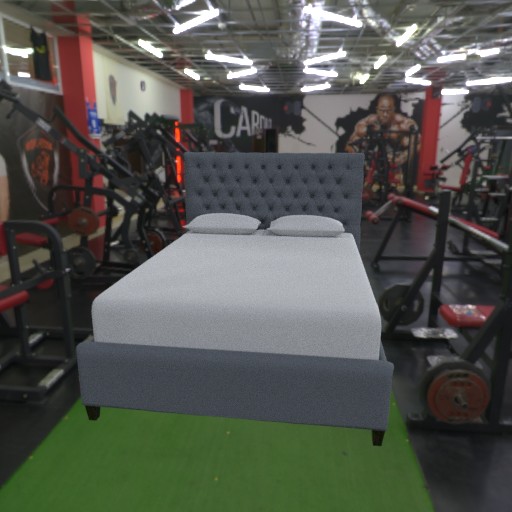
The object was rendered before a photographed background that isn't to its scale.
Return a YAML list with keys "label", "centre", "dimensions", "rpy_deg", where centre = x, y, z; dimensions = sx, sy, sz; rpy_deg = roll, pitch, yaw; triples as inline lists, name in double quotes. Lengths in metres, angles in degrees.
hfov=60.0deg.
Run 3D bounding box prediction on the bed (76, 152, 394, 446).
- label: "bed"
  centre: [0.000, 0.000, 3.274]
  dimensions: [1.698, 1.427, 2.231]
  rpy_deg: [2, 15, 8]
